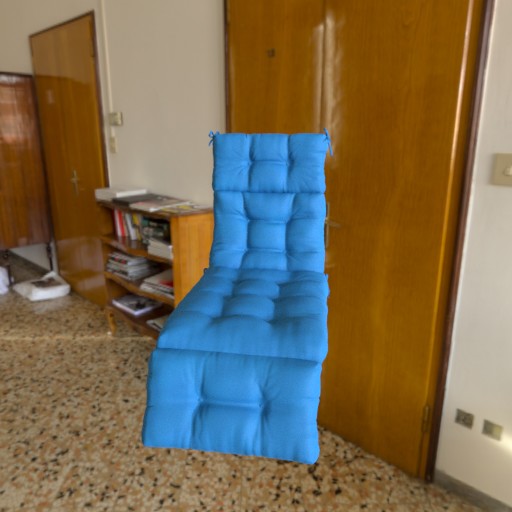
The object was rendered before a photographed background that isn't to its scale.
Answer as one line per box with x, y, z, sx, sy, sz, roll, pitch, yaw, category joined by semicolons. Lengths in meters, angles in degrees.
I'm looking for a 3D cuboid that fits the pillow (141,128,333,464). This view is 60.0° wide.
0.000;0.000;1.535;0.526;0.863;1.016;2;16;8;pillow
